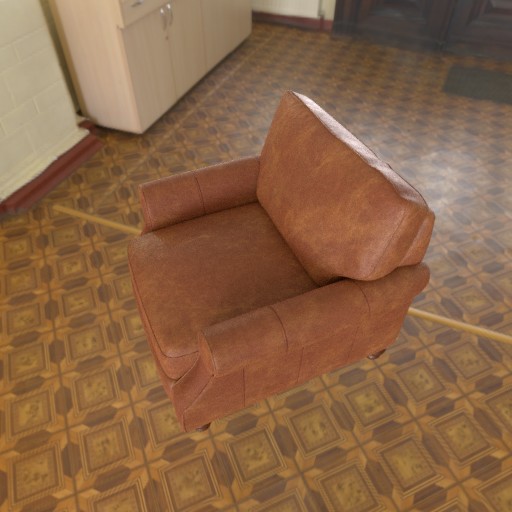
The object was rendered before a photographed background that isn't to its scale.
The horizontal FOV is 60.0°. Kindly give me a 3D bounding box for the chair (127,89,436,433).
[{"bbox_3d":[0.000,0.000,1.769,0.986,0.962,0.983,-17,48,-16],"label":"chair"}]
